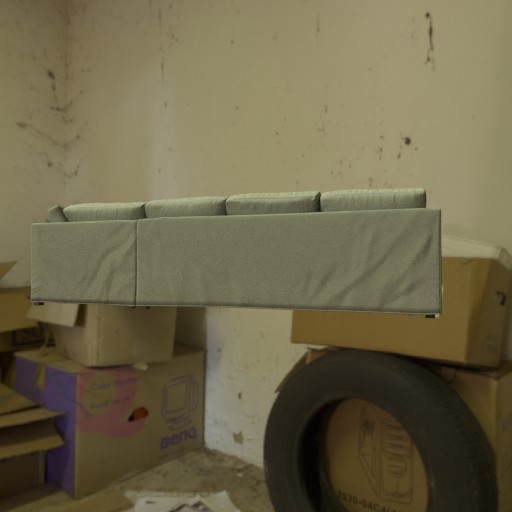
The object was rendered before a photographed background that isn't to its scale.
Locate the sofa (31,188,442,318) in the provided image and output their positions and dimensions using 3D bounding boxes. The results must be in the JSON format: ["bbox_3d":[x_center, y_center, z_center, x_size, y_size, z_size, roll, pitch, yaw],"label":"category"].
[{"bbox_3d":[0.000,0.000,4.343,3.182,0.871,2.432,0,-2,18],"label":"sofa"}]
